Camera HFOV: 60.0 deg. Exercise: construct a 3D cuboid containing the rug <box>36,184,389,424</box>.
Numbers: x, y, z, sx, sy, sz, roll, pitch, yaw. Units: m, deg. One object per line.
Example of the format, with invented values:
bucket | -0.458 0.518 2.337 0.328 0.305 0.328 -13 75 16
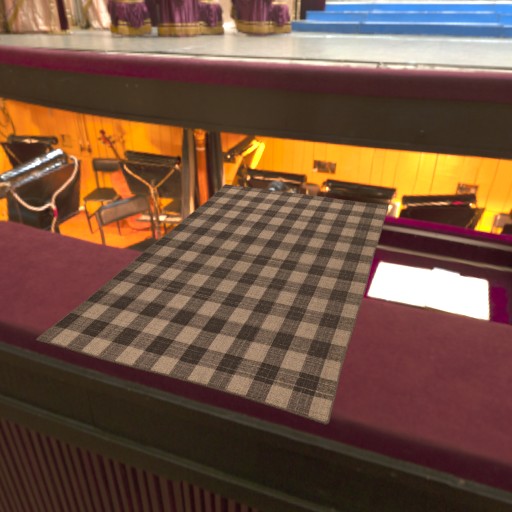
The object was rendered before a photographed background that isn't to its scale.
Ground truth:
rug | 0.000 0.000 3.077 1.554 0.011 2.476 10 31 18
